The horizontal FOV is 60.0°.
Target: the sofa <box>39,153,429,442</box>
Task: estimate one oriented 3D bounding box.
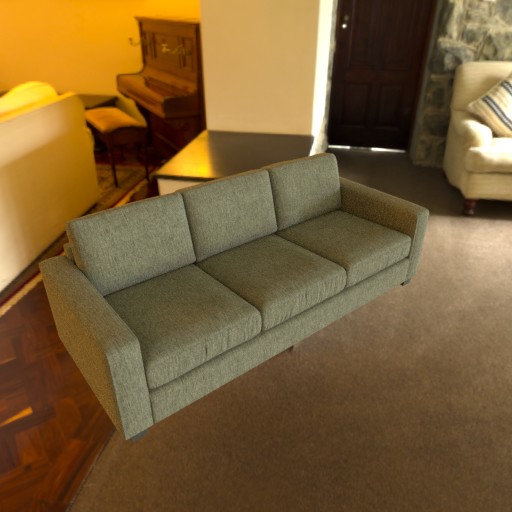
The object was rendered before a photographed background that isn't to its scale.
[{"bbox_3d":[0.000,0.000,2.618,2.160,0.800,0.900,-22,36,-33],"label":"sofa"}]
